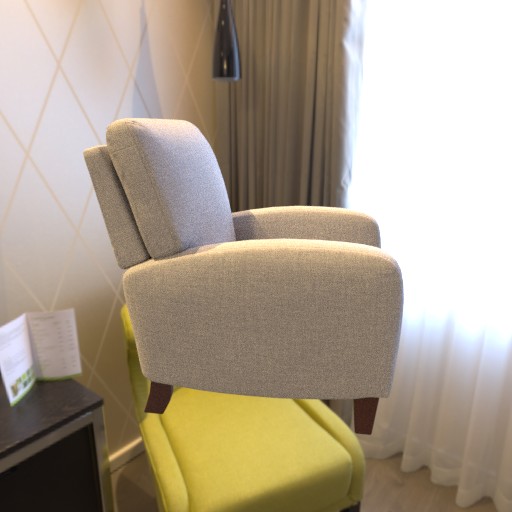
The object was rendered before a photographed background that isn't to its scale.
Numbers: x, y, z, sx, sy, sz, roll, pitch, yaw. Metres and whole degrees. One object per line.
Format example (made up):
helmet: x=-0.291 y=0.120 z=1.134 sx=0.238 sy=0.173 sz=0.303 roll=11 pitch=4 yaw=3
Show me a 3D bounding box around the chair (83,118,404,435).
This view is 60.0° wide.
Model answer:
chair: x=0.000 y=0.000 z=1.676 sx=0.990 sy=0.990 sz=0.762 roll=3 pitch=16 yaw=9
